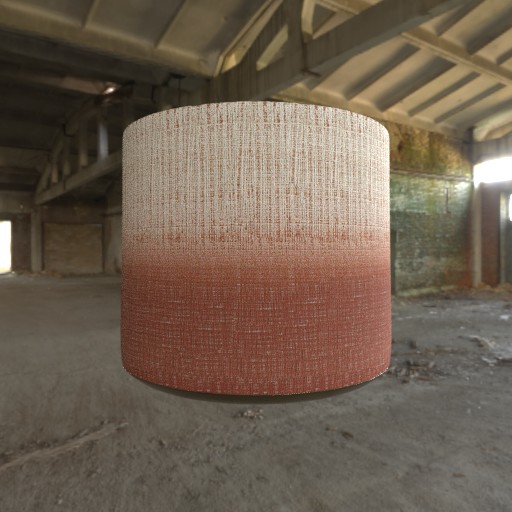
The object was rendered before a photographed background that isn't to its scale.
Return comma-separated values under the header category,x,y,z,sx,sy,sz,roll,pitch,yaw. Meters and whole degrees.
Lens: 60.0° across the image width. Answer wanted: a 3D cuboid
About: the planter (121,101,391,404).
category,x,y,z,sx,sy,sz,roll,pitch,yaw
planter,0.000,0.000,0.434,0.254,0.221,0.254,0,1,0
